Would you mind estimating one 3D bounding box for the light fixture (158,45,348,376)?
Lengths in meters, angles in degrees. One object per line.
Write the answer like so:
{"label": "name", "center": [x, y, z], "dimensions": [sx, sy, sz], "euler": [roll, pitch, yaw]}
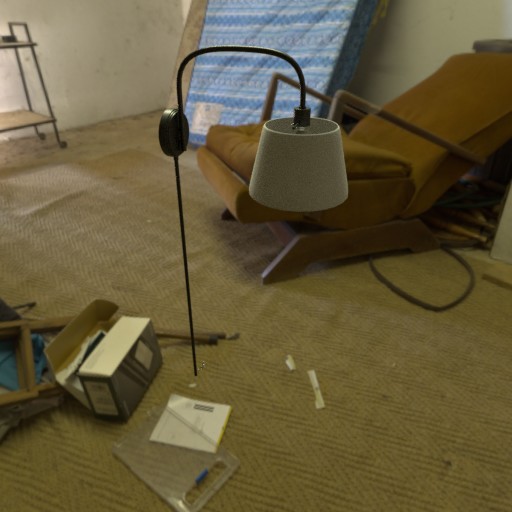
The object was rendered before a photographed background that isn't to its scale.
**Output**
{"label": "light fixture", "center": [0.000, 0.000, 0.465], "dimensions": [0.176, 0.399, 0.092], "euler": [10, 31, 17]}
